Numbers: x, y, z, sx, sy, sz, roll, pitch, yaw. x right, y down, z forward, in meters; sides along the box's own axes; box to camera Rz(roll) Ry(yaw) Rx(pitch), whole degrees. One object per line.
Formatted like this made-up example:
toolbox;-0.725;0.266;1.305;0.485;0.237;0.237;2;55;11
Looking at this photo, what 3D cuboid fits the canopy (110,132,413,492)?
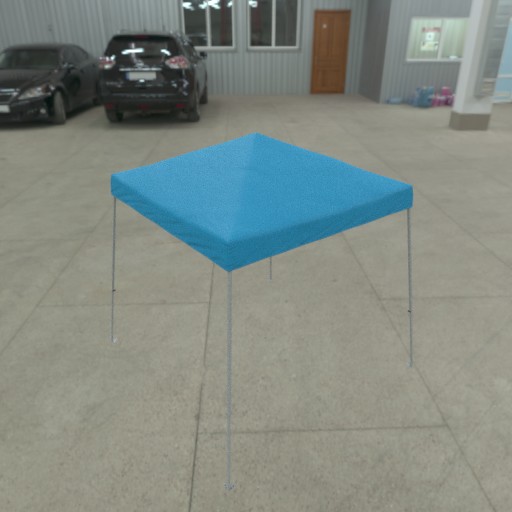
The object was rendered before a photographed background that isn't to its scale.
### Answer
canopy;0.000;0.000;6.594;3.599;3.600;3.600;-19;32;-33
